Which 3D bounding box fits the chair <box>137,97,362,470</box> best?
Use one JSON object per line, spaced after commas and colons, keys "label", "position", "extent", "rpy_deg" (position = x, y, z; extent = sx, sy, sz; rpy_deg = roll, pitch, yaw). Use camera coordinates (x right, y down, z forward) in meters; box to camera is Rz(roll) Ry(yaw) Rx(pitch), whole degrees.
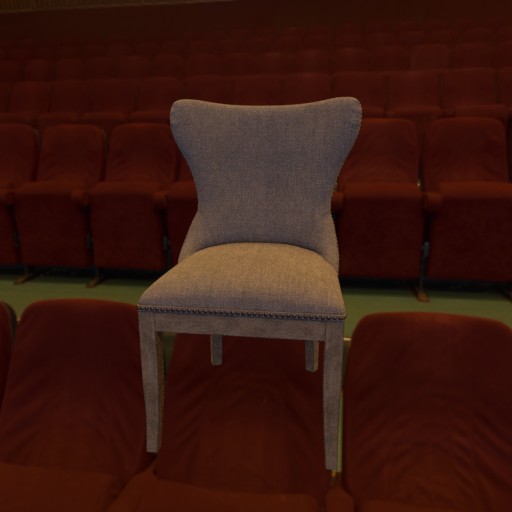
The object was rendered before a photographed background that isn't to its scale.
{"label": "chair", "position": [0.000, 0.000, 1.427], "extent": [0.654, 1.002, 0.681], "rpy_deg": [2, 14, 8]}
